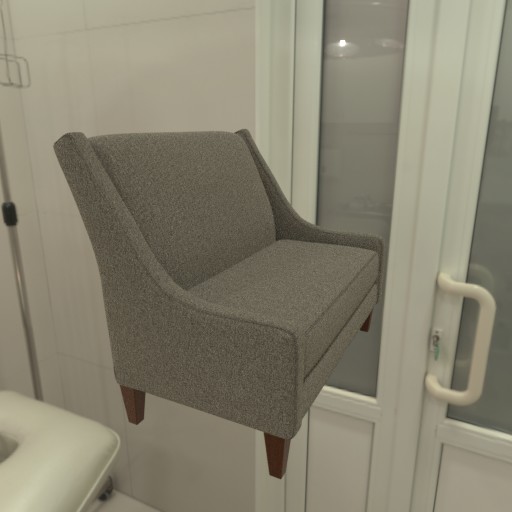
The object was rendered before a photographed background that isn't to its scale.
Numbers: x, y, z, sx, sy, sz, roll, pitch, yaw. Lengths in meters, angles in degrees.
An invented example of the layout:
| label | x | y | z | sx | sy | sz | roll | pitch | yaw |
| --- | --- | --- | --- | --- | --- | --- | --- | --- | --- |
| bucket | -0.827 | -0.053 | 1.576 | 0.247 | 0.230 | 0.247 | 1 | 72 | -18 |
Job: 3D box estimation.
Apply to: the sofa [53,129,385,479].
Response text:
| label | x | y | z | sx | sy | sz | roll | pitch | yaw |
| --- | --- | --- | --- | --- | --- | --- | --- | --- | --- |
| sofa | 0.000 | 0.000 | 1.883 | 0.862 | 1.026 | 1.242 | 8 | 18 | 26 |
